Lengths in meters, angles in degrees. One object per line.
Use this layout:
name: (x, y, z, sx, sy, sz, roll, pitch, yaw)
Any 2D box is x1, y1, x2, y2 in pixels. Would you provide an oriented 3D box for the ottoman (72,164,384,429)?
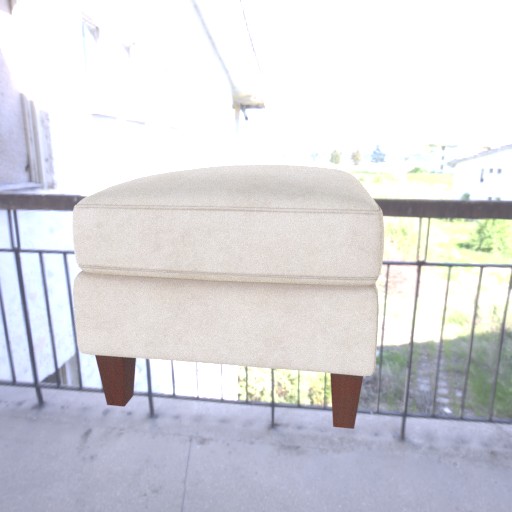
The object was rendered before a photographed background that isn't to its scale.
ottoman: (0.000, 0.000, 1.205, 0.584, 0.483, 0.864, 2, 14, 9)
